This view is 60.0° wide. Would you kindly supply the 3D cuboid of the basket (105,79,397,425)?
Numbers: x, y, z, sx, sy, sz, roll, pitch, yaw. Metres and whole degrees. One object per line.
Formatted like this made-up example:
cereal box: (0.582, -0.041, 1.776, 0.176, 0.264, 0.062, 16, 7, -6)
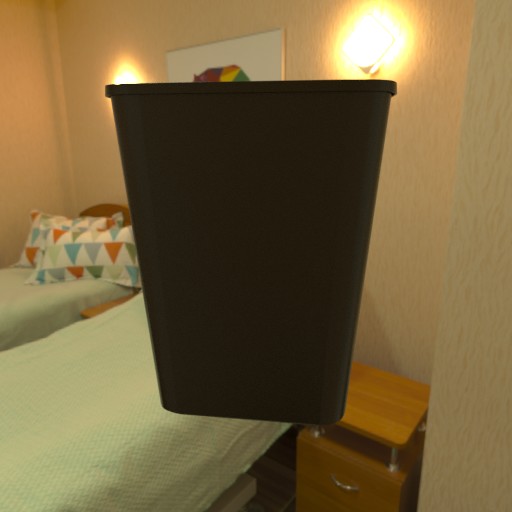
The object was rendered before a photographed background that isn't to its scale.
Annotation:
basket: (0.000, 0.000, 0.750, 0.394, 0.521, 0.287, 2, 15, 7)
